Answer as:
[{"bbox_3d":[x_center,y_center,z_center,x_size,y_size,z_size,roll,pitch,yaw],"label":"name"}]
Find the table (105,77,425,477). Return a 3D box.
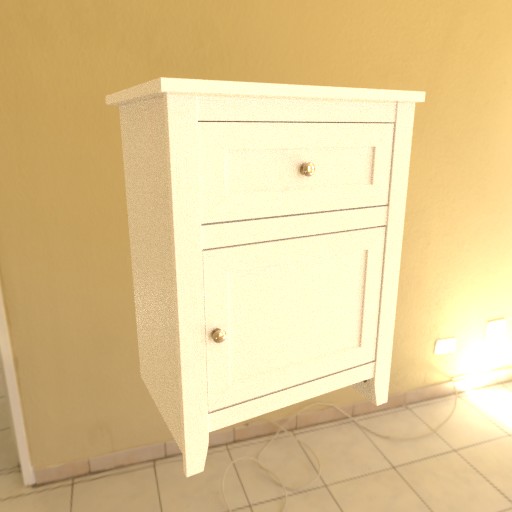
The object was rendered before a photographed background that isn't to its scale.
[{"bbox_3d":[0.000,0.000,0.922,0.480,0.635,0.381,-8,18,-27],"label":"table"}]
